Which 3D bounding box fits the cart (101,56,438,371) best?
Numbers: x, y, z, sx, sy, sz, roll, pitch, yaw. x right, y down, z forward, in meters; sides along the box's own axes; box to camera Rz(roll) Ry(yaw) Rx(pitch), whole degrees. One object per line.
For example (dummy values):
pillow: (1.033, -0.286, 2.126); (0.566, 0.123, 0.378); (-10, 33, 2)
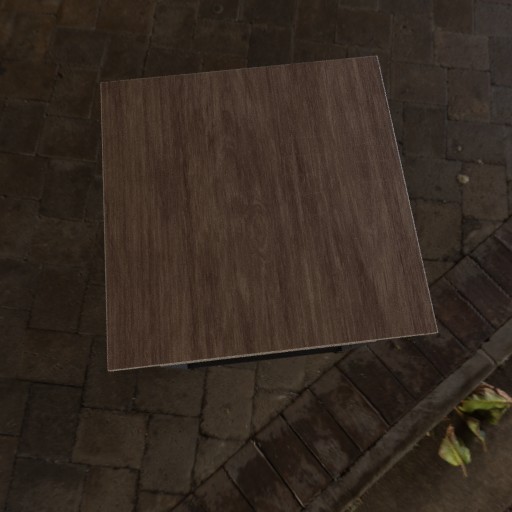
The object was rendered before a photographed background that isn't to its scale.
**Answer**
cart: (0.000, 0.000, 1.128); (0.520, 0.762, 0.521); (-6, 75, -2)
